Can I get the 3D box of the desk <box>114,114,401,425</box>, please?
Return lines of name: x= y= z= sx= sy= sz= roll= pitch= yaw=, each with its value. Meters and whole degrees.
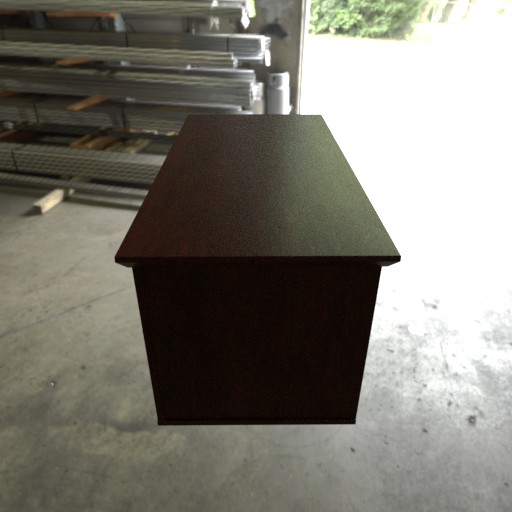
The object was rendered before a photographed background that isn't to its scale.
desk: x=0.000 y=0.000 z=1.685 sx=0.612 sy=0.758 sz=1.277 roll=0 pitch=31 yaw=0
